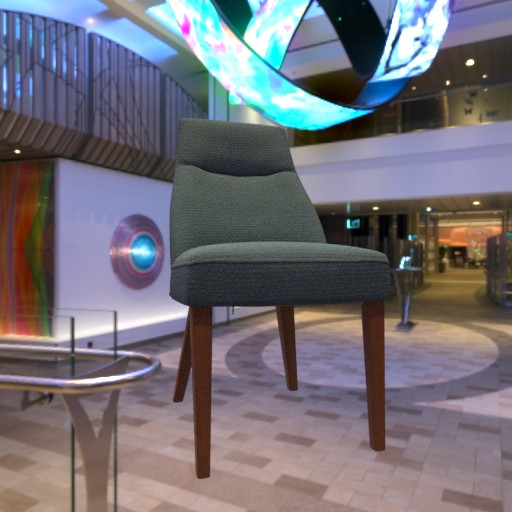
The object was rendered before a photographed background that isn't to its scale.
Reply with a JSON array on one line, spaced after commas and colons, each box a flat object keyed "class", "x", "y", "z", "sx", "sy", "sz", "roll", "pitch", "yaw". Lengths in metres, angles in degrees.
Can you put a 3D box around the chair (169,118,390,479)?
[{"class": "chair", "x": 0.000, "y": 0.000, "z": 1.281, "sx": 0.500, "sy": 0.930, "sz": 0.620, "roll": 0, "pitch": 0, "yaw": -18}]
